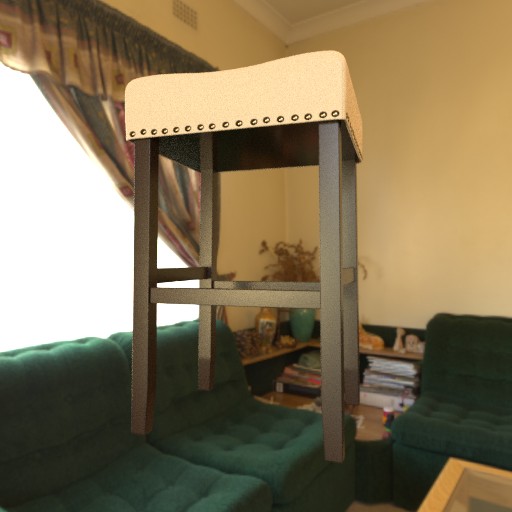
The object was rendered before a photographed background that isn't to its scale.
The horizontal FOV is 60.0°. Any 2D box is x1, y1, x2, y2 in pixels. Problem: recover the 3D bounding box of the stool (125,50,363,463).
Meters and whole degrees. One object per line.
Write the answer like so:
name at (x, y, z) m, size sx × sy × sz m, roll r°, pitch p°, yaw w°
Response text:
stool at (0.000, 0.000, 1.057) m, size 0.471 × 0.762 × 0.401 m, roll 0°, pitch -1°, yaw 18°
